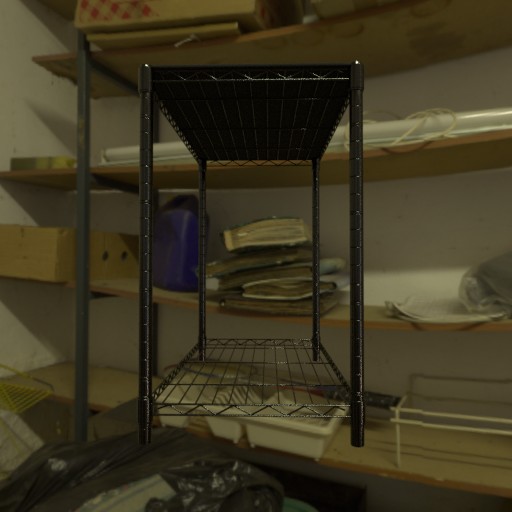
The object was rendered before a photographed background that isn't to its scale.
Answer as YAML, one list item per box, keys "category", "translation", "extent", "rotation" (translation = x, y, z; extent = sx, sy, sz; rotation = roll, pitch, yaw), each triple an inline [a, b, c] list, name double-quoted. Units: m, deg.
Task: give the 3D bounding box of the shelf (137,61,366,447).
- category: "shelf"
  translation: [0.000, 0.000, 0.942]
  extent: [0.338, 0.564, 0.589]
  rotation: [0, -1, 2]
